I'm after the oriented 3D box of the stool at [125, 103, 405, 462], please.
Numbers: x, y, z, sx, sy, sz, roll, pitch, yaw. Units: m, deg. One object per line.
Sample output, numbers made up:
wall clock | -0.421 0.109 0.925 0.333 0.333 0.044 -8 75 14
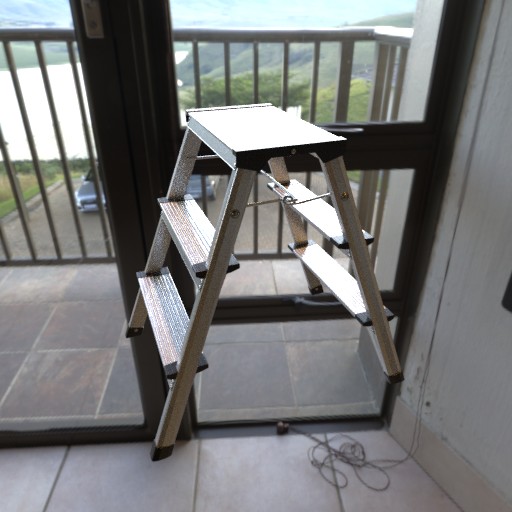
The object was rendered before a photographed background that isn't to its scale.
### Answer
stool | 0.000 0.000 1.022 0.622 0.605 0.437 -11 31 -18
